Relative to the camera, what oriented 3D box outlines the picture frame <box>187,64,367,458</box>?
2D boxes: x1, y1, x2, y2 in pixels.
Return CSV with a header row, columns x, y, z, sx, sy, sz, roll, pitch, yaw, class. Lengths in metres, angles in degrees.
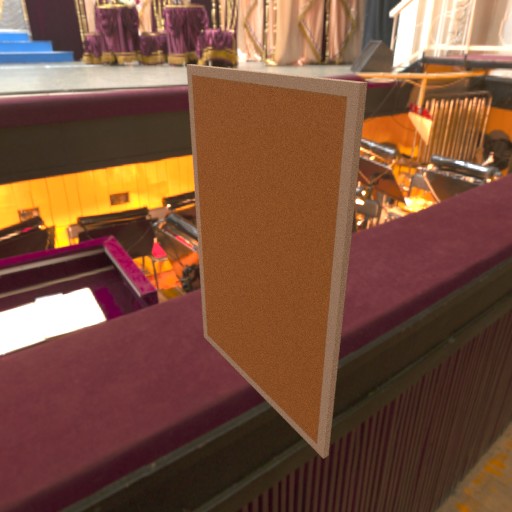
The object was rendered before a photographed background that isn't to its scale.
x,y,z,sx,sy,sz,roll,pitch,yaw,class
0.000,0.000,0.853,0.013,0.657,0.457,-17,31,-31,picture frame
